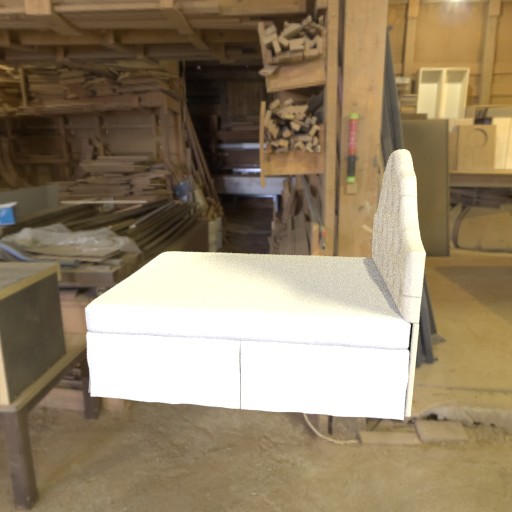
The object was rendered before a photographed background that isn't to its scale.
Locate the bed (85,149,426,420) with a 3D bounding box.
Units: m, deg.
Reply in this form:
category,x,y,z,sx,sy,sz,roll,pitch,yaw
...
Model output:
category,x,y,z,sx,sy,sz,roll,pitch,yaw
bed,0.000,0.000,3.363,2.092,1.575,1.627,2,14,7
